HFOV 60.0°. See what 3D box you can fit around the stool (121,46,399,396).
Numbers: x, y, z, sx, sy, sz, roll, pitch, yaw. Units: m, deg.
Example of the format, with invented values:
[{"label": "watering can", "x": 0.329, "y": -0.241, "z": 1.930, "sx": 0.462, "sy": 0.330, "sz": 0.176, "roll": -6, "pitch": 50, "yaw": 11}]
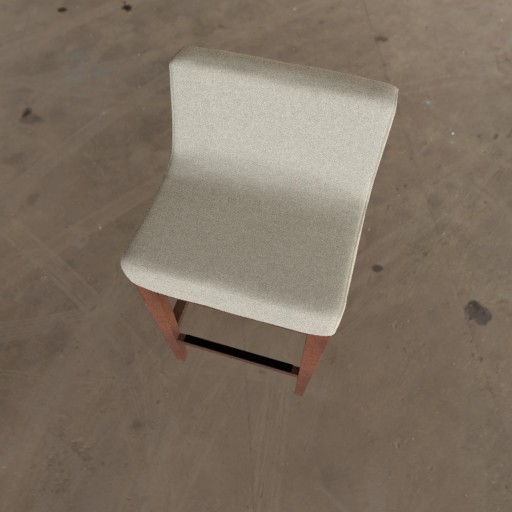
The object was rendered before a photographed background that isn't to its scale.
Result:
[{"label": "stool", "x": 0.000, "y": 0.000, "z": 1.256, "sx": 0.511, "sy": 0.937, "sz": 0.500, "roll": 14, "pitch": 60, "yaw": 8}]
